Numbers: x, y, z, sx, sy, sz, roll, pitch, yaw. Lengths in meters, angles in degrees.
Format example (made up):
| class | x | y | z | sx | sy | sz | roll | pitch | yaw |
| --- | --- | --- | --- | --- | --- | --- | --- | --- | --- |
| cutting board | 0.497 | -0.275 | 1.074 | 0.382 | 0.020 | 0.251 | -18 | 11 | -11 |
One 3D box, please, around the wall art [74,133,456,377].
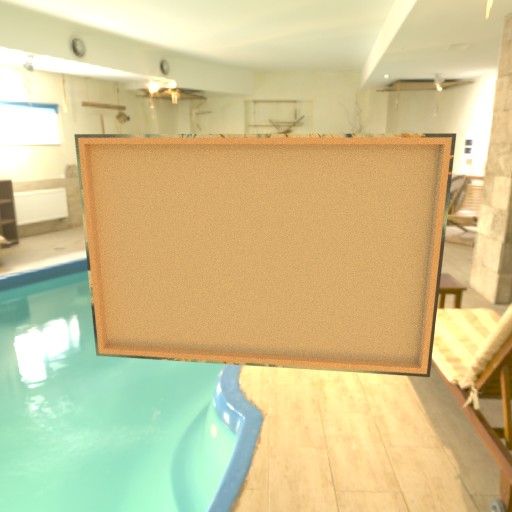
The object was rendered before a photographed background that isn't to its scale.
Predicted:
| class | x | y | z | sx | sy | sz | roll | pitch | yaw |
| --- | --- | --- | --- | --- | --- | --- | --- | --- | --- |
| wall art | 0.000 | 0.000 | 1.146 | 0.912 | 0.608 | 0.038 | 2 | 15 | 7 |
